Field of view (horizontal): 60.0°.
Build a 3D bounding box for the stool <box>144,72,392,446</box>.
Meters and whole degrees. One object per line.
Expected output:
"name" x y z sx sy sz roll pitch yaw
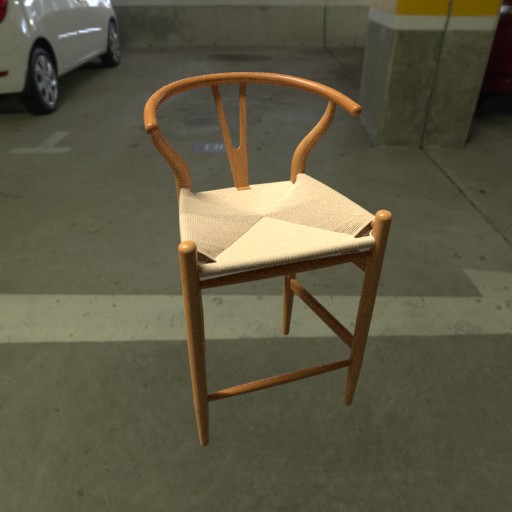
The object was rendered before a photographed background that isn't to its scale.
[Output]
"stool" 0.000 0.000 1.369 0.569 0.970 0.579 -10 33 -15
